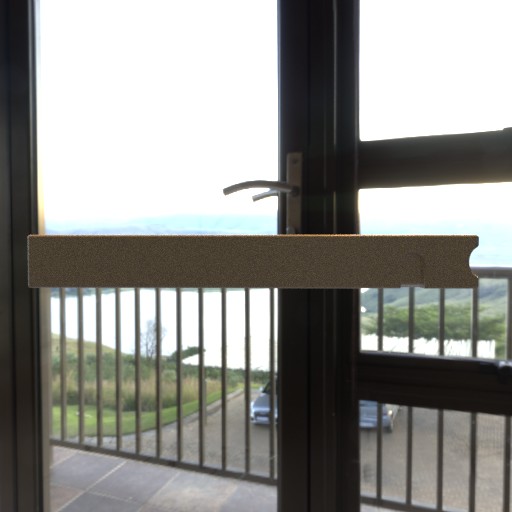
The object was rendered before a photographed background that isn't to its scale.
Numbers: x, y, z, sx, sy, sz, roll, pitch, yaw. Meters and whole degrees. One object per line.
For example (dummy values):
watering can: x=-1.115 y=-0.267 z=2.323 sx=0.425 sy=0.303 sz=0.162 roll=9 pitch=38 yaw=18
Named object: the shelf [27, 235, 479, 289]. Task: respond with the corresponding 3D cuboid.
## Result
shelf: x=0.000 y=0.000 z=0.436 sx=0.296 sy=0.035 sz=0.296 roll=0 pitch=1 yaw=1
